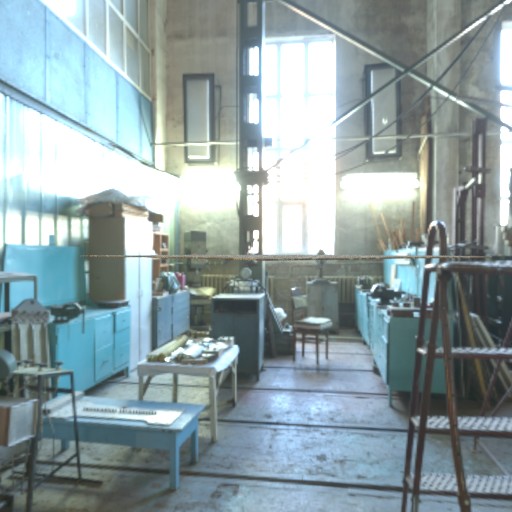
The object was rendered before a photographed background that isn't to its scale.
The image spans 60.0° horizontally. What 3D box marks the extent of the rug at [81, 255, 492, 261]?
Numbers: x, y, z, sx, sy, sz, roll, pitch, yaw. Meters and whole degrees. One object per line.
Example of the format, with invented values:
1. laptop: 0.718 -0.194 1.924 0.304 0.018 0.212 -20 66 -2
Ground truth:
1. rug: 0.000 0.000 2.725 1.524 0.013 2.135 0 1 -37
